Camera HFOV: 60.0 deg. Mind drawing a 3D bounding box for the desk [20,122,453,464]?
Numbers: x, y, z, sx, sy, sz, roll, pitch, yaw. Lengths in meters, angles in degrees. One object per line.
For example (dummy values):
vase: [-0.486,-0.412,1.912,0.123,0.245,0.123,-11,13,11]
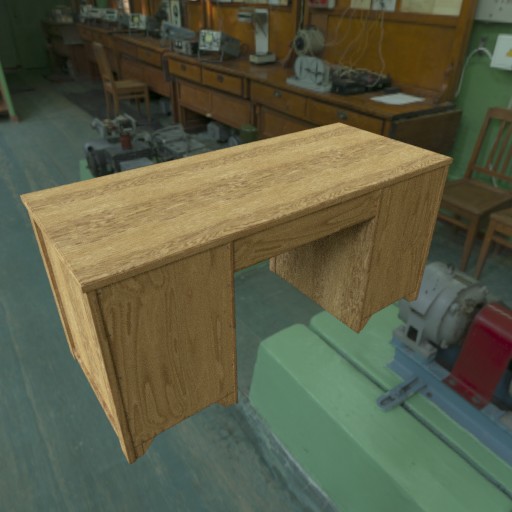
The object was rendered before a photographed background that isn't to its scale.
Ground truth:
desk: [0.000,0.000,1.918,1.567,0.751,0.685,-21,38,-30]
